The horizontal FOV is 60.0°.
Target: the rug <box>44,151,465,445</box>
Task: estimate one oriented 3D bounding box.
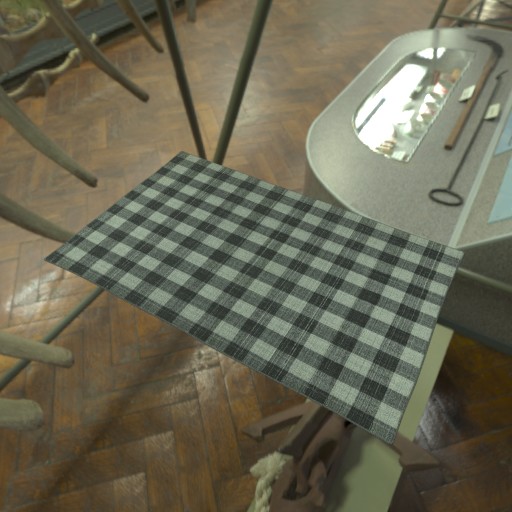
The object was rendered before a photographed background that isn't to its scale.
[{"bbox_3d":[0.000,0.000,3.064,2.476,0.011,1.554,23,51,21],"label":"rug"}]
